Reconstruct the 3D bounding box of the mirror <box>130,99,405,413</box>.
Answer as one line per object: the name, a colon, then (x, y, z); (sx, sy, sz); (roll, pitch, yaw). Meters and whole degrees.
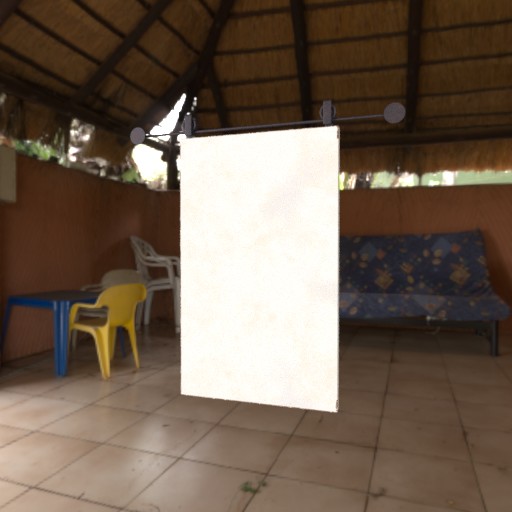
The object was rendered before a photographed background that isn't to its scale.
mirror: (0.000, 0.000, 1.272); (0.808, 0.844, 0.037); (0, 1, 18)
